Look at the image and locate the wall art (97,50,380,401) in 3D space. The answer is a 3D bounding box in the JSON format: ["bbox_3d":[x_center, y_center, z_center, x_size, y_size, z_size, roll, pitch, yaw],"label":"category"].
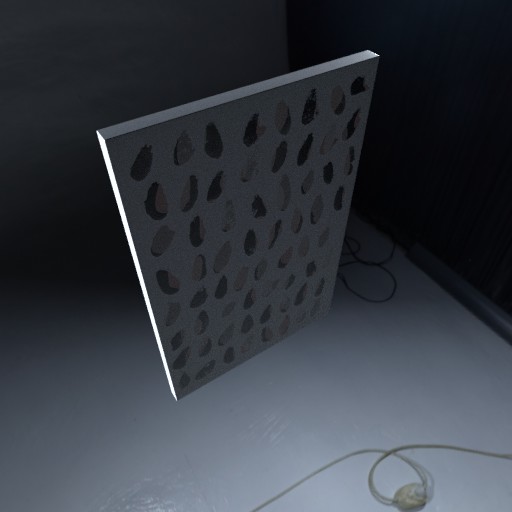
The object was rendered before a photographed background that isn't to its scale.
[{"bbox_3d":[0.000,0.000,0.776,0.405,0.608,0.025,-25,51,-22],"label":"wall art"}]
